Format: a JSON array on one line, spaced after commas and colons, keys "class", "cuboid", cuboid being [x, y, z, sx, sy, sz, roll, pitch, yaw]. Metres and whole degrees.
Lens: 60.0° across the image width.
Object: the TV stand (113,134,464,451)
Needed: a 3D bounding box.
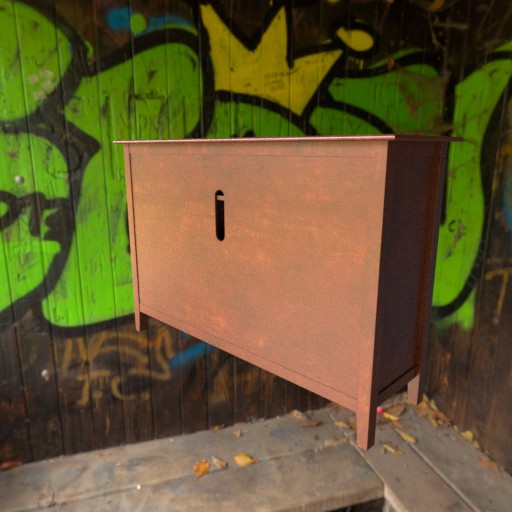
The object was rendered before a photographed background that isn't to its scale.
[{"class": "TV stand", "cuboid": [0.000, 0.000, 1.792, 1.372, 0.915, 0.445, 13, 19, 43]}]
